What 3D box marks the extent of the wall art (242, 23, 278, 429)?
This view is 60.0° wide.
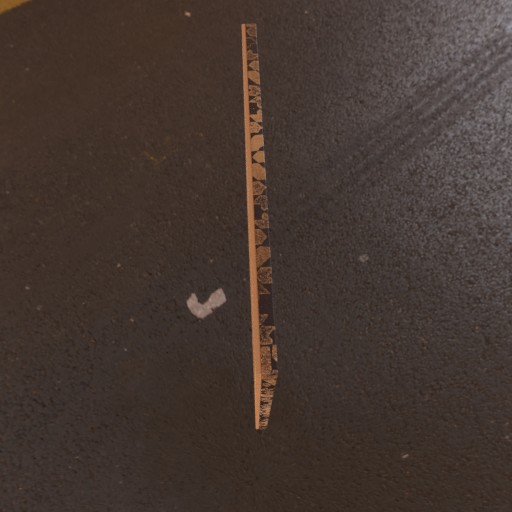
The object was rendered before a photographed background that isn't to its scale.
[{"bbox_3d":[0.000,0.000,1.369,0.038,0.914,0.914,-2,63,-1],"label":"wall art"}]
